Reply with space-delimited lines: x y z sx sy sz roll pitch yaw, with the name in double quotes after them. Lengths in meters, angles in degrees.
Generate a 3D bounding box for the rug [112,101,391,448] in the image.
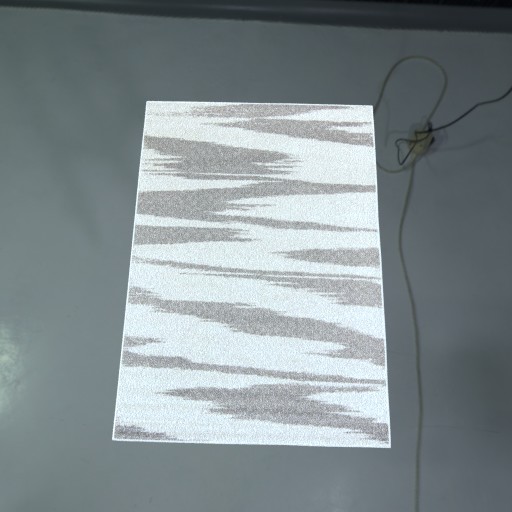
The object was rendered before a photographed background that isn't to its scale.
0.000 0.000 2.712 1.533 0.010 2.142 1 75 0 "rug"
